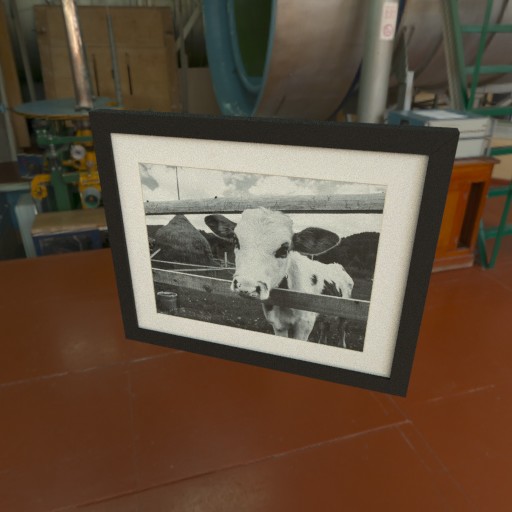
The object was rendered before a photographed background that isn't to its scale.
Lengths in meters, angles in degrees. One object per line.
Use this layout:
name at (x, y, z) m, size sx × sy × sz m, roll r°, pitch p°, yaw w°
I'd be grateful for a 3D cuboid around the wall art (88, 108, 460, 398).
wall art at (0.000, 0.000, 0.549) m, size 0.404 × 0.329 × 0.024 m, roll 8°, pitch 28°, yaw 15°
